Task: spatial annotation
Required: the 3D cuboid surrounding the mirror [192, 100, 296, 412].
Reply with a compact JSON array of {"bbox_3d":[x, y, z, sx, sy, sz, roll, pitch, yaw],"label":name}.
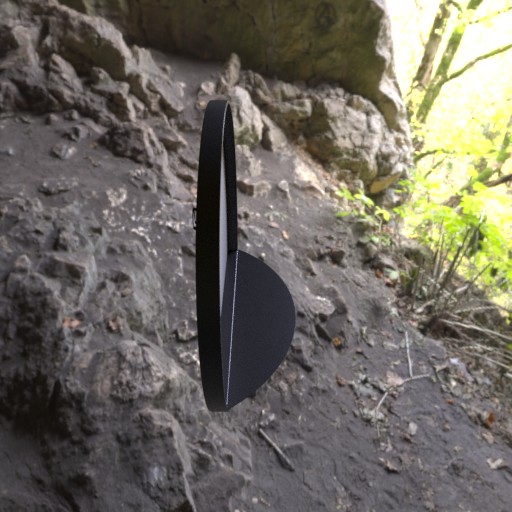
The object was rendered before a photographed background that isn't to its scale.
[{"bbox_3d":[0.000,0.000,0.689,0.133,0.457,0.457,0,33,0],"label":"mirror"}]
